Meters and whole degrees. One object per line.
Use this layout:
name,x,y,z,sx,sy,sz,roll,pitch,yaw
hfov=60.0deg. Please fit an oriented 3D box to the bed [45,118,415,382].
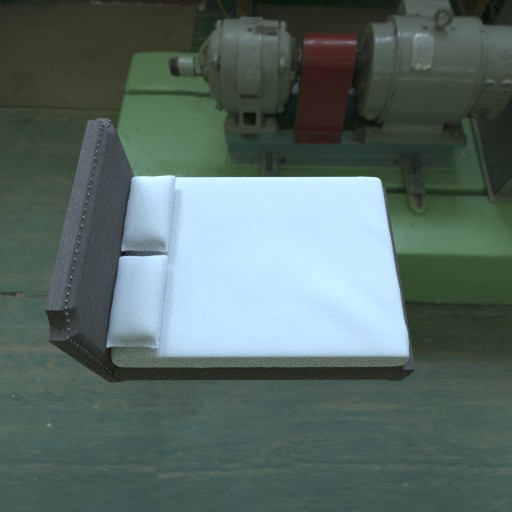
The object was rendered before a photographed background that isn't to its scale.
bed,0.000,0.000,3.452,2.381,1.457,1.713,0,63,0
